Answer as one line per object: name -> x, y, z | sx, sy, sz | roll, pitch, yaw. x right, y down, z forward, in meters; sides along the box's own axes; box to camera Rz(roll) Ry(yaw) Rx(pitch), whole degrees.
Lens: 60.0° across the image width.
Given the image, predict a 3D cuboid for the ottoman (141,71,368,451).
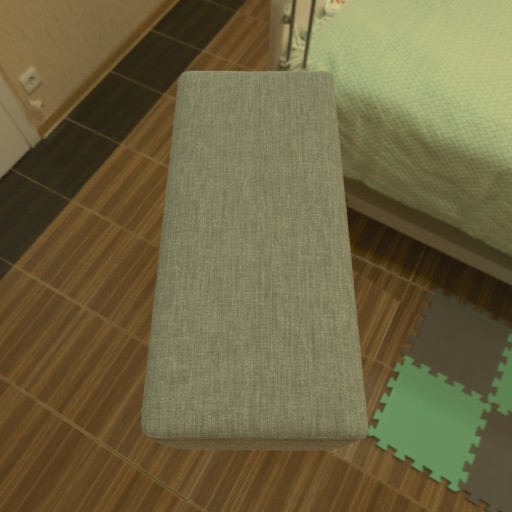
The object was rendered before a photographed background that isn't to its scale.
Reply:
ottoman -> 0.000, 0.000, 1.124 | 0.419, 0.432, 0.902 | 0, 64, 0
